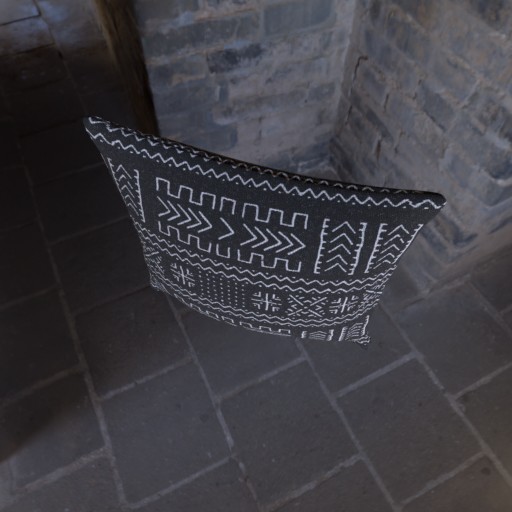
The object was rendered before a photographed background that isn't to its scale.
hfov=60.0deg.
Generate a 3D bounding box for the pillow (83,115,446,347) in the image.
[{"bbox_3d":[0.000,0.000,0.678,0.438,0.430,0.164,14,58,9],"label":"pillow"}]
